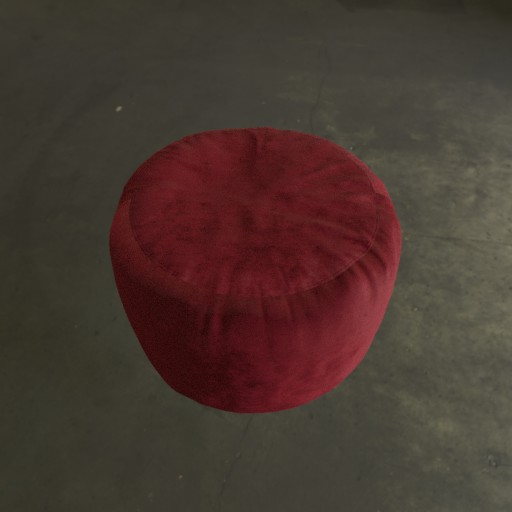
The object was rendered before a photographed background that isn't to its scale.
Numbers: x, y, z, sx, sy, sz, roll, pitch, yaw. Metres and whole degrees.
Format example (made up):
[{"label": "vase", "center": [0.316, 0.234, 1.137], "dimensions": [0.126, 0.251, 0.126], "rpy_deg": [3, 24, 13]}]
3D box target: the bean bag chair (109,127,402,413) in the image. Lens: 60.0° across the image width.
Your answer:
[{"label": "bean bag chair", "center": [0.000, 0.000, 2.001], "dimensions": [1.219, 0.762, 1.219], "rpy_deg": [0, 47, 0]}]
